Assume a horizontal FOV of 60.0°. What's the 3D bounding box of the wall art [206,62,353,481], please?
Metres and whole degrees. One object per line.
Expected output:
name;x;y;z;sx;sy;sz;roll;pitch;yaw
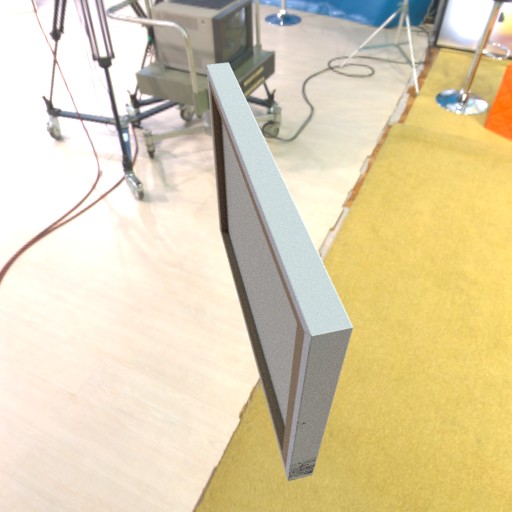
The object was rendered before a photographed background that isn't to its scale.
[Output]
wall art;0.000;0.000;0.766;0.042;0.414;0.608;-10;47;-9
